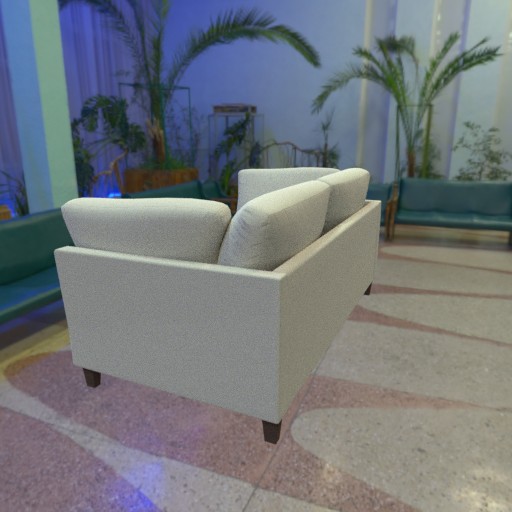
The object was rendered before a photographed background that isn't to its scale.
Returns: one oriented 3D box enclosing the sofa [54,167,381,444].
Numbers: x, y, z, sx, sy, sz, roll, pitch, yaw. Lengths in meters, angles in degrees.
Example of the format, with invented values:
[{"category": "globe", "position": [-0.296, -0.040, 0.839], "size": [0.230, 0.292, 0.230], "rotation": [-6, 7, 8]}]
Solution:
[{"category": "sofa", "position": [0.000, 0.000, 2.333], "size": [0.970, 0.836, 1.776], "rotation": [7, 17, 24]}]
